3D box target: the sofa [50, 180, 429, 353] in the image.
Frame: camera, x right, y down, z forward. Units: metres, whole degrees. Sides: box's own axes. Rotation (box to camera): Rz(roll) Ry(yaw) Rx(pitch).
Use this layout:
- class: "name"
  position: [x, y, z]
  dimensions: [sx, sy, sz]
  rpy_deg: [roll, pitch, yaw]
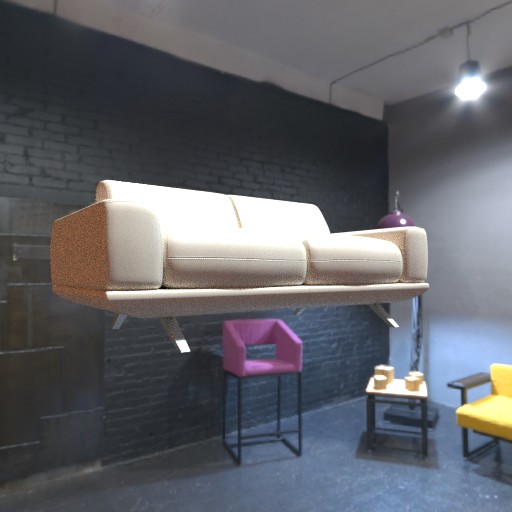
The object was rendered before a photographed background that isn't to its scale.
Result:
- class: "sofa"
  position: [0.000, 0.000, 2.396]
  dimensions: [1.901, 0.772, 0.900]
  rpy_deg: [1, -2, -36]
